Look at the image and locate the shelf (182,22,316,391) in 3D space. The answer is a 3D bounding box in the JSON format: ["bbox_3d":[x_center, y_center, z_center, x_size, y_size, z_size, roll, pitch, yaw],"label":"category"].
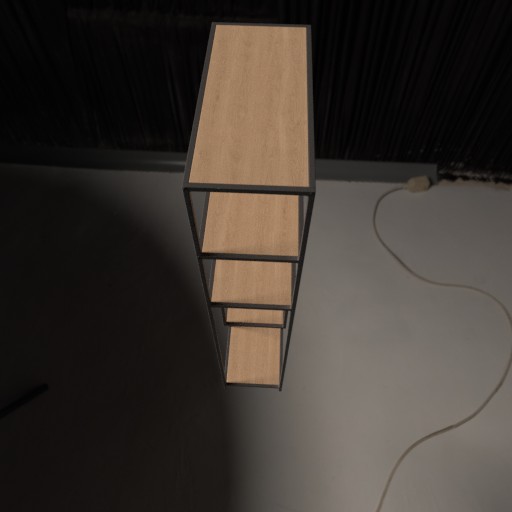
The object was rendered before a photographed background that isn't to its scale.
[{"bbox_3d":[0.000,0.000,2.138,0.350,1.850,0.770,2,58,2],"label":"shelf"}]
